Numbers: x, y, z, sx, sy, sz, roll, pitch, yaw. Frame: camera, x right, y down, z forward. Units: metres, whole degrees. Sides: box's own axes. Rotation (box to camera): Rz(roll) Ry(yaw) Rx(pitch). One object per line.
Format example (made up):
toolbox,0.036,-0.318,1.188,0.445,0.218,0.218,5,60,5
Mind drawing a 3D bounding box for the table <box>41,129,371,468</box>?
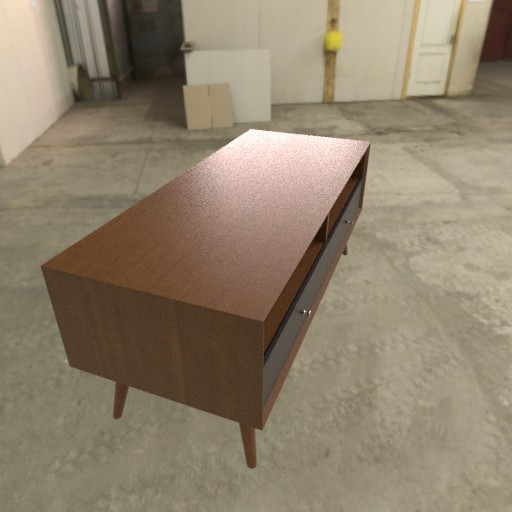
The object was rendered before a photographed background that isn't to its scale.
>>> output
table,0.000,0.000,1.380,0.490,0.464,1.119,11,32,18
